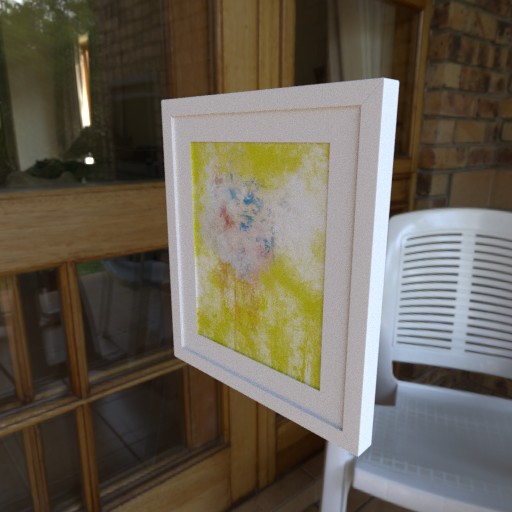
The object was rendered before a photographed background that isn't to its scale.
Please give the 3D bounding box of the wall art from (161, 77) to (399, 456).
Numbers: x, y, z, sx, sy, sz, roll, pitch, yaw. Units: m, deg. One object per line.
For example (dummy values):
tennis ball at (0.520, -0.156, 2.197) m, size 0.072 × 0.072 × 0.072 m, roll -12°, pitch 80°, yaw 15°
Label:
wall art at (0.000, 0.000, 0.547) m, size 0.331 × 0.381 × 0.028 m, roll 14°, pitch 20°, yaw 42°
